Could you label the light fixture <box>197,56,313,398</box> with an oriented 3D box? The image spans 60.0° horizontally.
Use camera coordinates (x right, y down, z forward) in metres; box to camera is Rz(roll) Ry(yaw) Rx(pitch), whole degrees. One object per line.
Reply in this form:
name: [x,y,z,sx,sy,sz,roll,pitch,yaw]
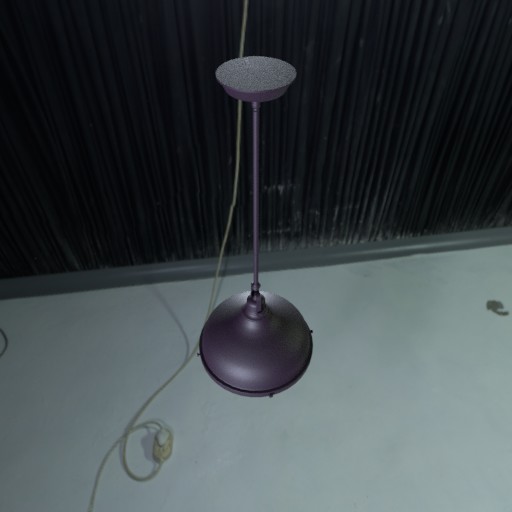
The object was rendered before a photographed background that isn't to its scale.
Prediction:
light fixture: [0.000,0.000,1.019,0.341,0.849,0.341,-10,47,-9]
